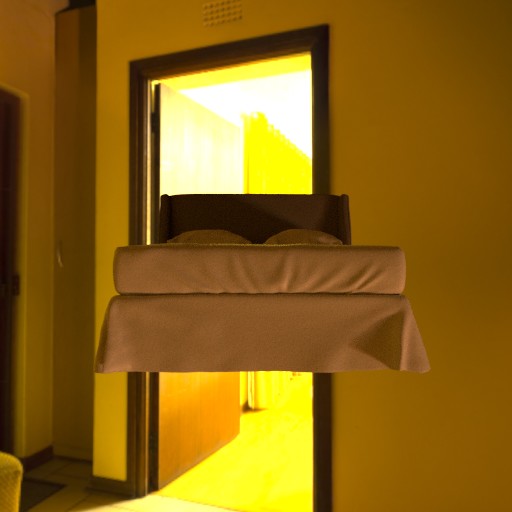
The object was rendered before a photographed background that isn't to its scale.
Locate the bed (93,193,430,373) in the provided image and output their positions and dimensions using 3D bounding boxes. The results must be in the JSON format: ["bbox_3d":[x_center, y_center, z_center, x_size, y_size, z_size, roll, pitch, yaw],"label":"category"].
[{"bbox_3d":[0.000,0.000,3.461,1.925,1.332,2.276,0,-1,-1],"label":"bed"}]
